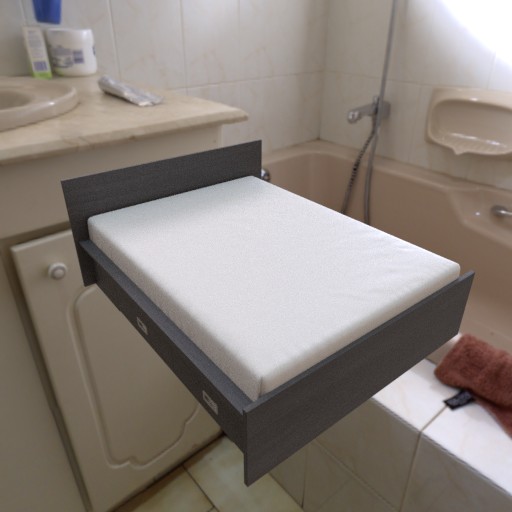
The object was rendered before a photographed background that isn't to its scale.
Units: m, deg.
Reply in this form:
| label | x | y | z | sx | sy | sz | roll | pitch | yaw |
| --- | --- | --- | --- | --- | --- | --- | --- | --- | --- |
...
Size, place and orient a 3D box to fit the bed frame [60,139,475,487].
| label | x | y | z | sx | sy | sz | roll | pitch | yaw |
| --- | --- | --- | --- | --- | --- | --- | --- | --- | --- |
| bed frame | 0.000 | 0.000 | 2.771 | 1.622 | 0.800 | 1.960 | -21 | 35 | -33 |
